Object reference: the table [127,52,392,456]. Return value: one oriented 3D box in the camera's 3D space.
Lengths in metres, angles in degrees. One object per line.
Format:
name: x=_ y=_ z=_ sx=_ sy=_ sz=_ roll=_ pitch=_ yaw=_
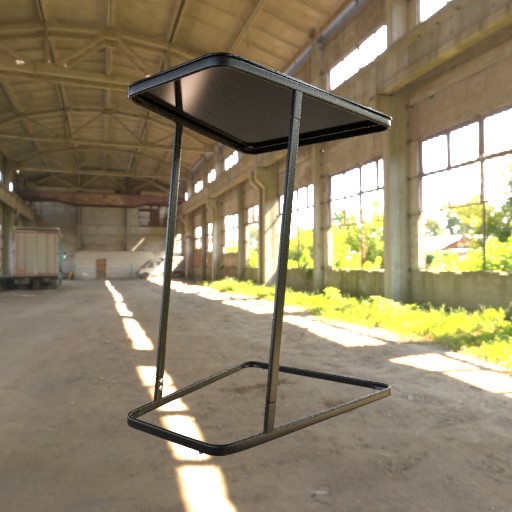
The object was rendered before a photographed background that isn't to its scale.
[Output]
table: x=0.000 y=0.000 z=0.941 sx=0.427 sy=0.624 sz=0.500 roll=0 pitch=-1 yaw=37
